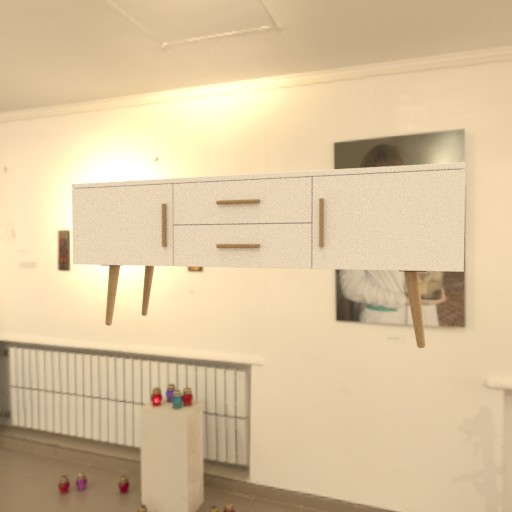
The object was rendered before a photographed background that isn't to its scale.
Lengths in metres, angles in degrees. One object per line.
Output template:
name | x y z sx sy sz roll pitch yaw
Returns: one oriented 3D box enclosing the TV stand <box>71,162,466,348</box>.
TV stand | 0.000 0.000 1.679 1.398 0.560 0.401 1 2 19
